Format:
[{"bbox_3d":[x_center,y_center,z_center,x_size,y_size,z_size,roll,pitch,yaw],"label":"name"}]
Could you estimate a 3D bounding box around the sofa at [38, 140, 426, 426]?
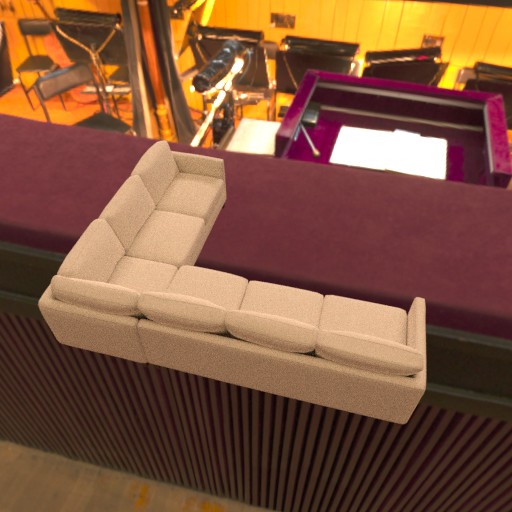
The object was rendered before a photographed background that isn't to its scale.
[{"bbox_3d":[0.000,0.000,4.577,3.302,0.947,2.593,10,47,10],"label":"sofa"}]
